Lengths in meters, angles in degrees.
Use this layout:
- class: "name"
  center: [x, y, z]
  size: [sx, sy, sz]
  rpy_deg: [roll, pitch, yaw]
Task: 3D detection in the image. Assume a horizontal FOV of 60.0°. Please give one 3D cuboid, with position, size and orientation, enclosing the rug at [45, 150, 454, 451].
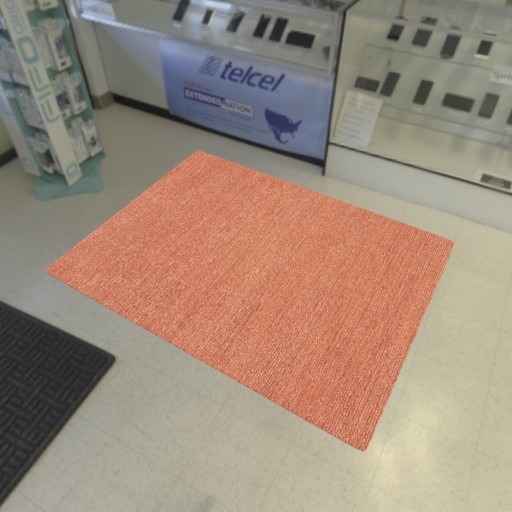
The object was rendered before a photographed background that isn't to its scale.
- class: "rug"
  center: [0.000, 0.000, 2.833]
  size: [2.112, 0.009, 1.594]
  rpy_deg: [24, 50, 21]
